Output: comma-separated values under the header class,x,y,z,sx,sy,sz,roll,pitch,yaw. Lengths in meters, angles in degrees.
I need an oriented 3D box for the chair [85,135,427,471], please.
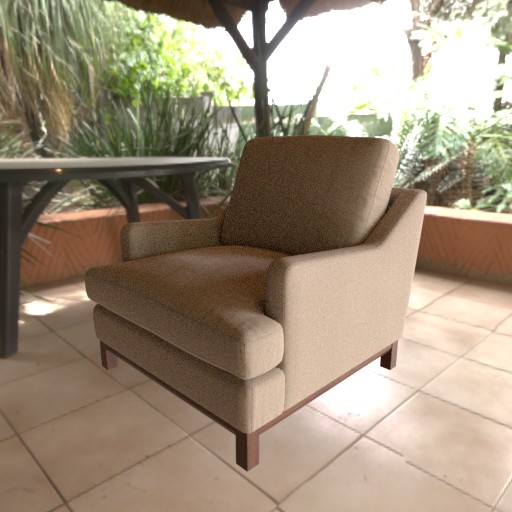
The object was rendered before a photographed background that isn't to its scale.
class,x,y,z,sx,sy,sz,roll,pitch,yaw
chair,0.000,0.000,1.722,0.912,0.916,1.001,14,20,43
